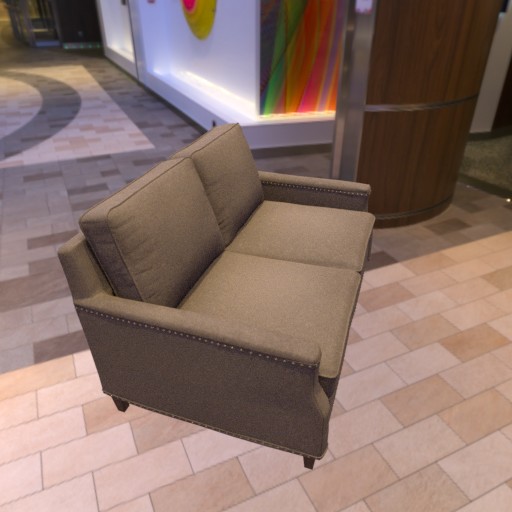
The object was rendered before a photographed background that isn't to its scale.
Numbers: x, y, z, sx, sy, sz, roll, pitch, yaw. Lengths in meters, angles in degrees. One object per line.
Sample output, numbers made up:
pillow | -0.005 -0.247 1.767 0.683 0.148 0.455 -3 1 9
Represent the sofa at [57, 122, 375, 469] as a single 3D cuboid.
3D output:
sofa | 0.000 0.000 2.277 1.084 1.003 1.597 10 33 16
